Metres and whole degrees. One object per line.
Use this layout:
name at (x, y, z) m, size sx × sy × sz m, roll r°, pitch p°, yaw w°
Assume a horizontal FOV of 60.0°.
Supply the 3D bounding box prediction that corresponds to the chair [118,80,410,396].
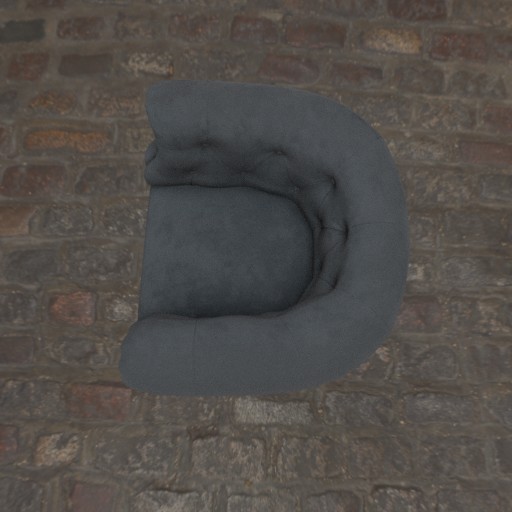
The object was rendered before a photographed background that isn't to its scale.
chair at (0.000, 0.000, 1.549) m, size 0.851 × 0.826 × 0.904 m, roll 2°, pitch 77°, yaw 0°
